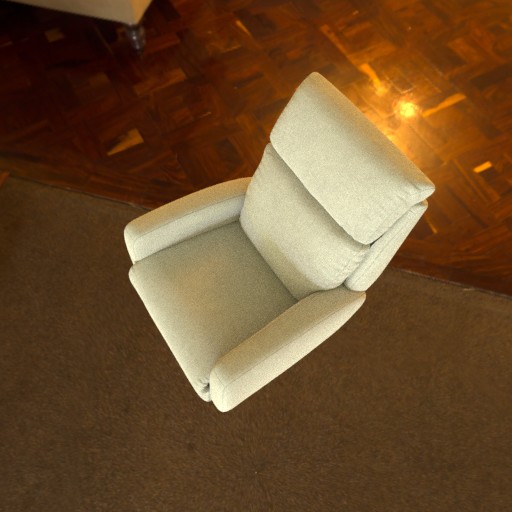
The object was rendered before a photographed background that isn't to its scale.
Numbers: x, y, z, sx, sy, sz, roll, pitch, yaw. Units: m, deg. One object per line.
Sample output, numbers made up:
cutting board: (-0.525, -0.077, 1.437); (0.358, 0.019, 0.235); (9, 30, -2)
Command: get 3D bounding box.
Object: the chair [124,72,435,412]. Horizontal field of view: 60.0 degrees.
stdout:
chair: (0.000, 0.000, 1.758); (0.941, 1.015, 0.812); (-31, 68, -14)
